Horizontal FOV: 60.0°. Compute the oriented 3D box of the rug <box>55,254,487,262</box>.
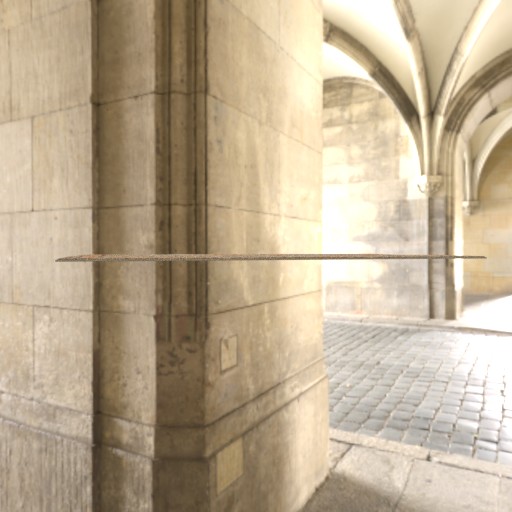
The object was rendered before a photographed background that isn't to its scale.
[{"bbox_3d":[0.000,0.000,3.983,3.063,0.024,2.158,0,1,-18],"label":"rug"}]
